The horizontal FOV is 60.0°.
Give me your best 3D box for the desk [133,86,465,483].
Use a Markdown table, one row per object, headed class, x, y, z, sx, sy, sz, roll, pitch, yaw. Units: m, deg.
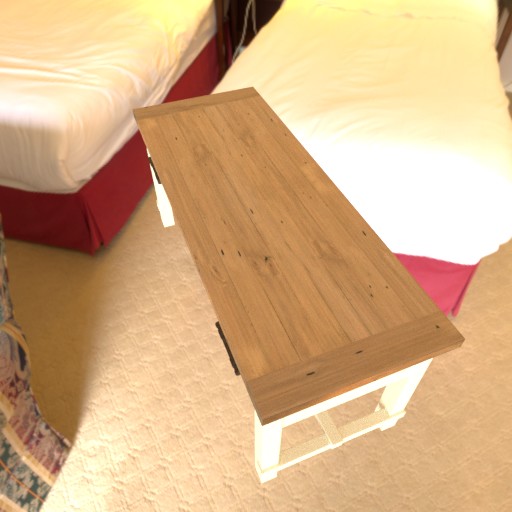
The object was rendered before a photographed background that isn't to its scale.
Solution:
| class | x | y | z | sx | sy | sz | roll | pitch | yaw |
| --- | --- | --- | --- | --- | --- | --- | --- | --- | --- |
| desk | 0.000 | 0.000 | 2.149 | 0.688 | 0.762 | 1.803 | -16 | 49 | -15 |
